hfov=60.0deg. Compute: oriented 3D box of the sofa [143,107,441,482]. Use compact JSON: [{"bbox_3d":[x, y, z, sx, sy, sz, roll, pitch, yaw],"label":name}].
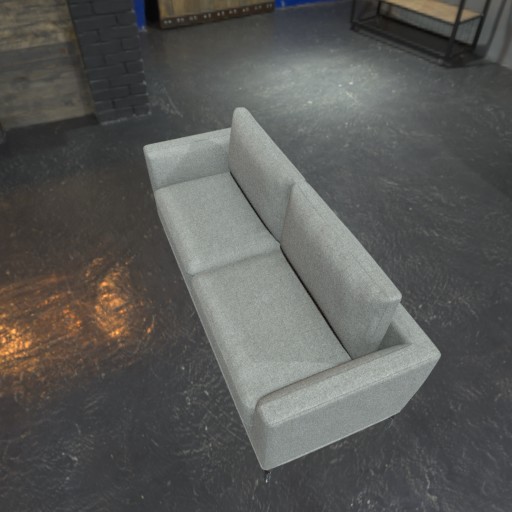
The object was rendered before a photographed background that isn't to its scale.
[{"bbox_3d":[0.000,0.000,2.711,0.869,1.002,2.212,-16,48,-16],"label":"sofa"}]
